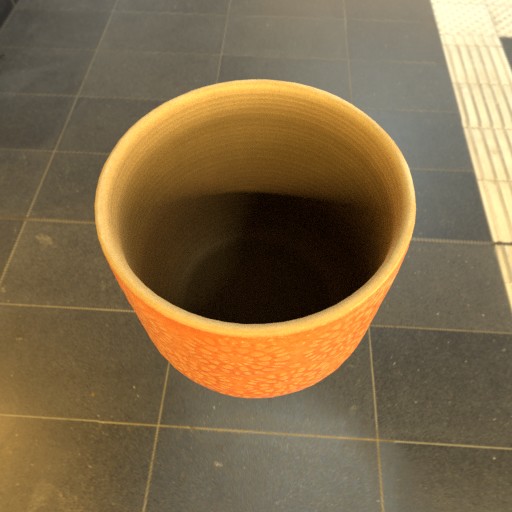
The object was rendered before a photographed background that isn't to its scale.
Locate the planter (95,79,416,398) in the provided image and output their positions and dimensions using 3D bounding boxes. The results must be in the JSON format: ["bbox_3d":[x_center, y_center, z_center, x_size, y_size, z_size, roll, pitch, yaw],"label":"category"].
[{"bbox_3d":[0.000,0.000,0.287,0.170,0.152,0.170,0,58,0],"label":"planter"}]
